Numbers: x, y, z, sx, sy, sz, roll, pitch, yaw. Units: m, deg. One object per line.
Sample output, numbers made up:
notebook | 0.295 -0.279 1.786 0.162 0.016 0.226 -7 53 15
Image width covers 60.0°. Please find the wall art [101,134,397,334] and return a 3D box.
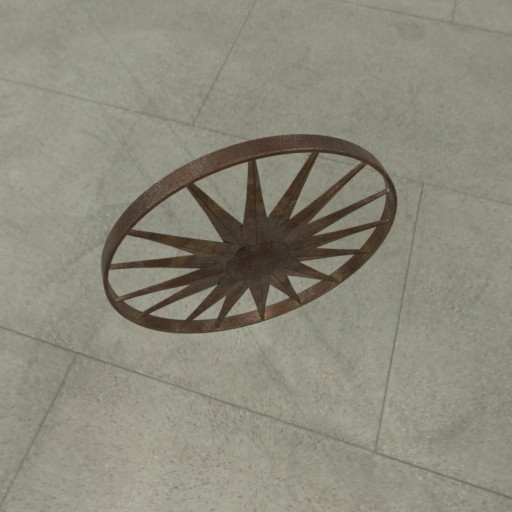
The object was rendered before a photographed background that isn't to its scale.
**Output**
wall art | 0.000 0.000 0.881 0.582 0.583 0.084 -16 64 -8
